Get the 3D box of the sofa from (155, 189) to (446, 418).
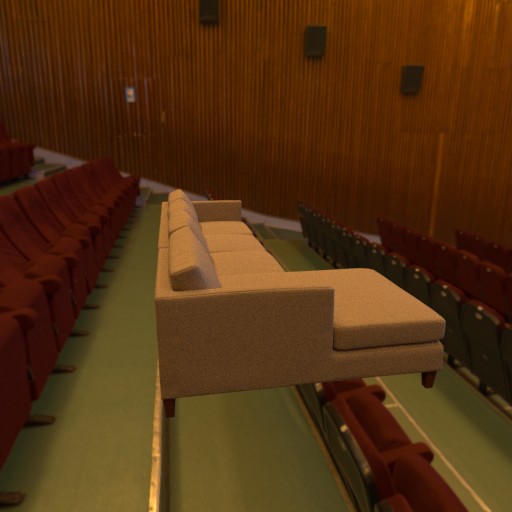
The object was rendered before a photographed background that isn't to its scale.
[{"bbox_3d":[0.000,0.000,3.849,1.625,0.846,3.186,-3,16,-10],"label":"sofa"}]
